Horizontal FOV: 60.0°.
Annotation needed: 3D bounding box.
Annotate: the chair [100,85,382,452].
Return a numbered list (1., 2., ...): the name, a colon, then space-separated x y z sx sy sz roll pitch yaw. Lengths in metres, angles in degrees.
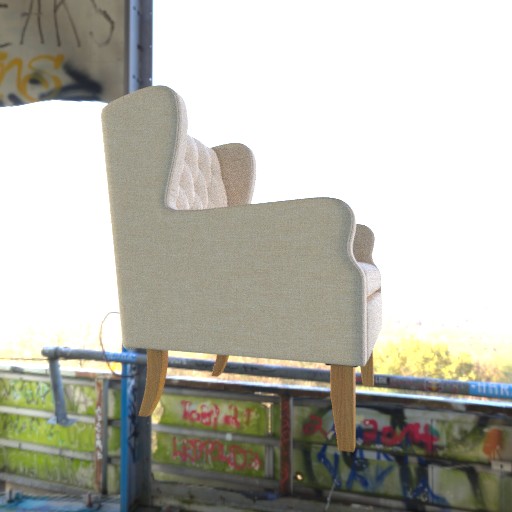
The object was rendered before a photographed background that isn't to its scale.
1. chair: 0.000 0.000 1.448 0.760 0.930 0.710 -1 -2 19
